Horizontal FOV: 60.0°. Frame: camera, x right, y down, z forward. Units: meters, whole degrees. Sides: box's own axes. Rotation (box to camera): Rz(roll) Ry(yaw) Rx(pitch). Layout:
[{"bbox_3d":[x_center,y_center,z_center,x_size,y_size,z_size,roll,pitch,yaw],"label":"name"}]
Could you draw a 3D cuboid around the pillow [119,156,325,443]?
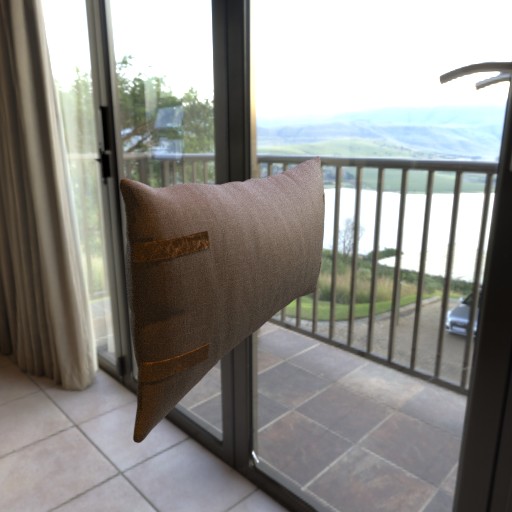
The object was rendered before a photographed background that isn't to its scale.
[{"bbox_3d":[0.000,0.000,0.737,0.148,0.308,0.612,7,16,26],"label":"pillow"}]
